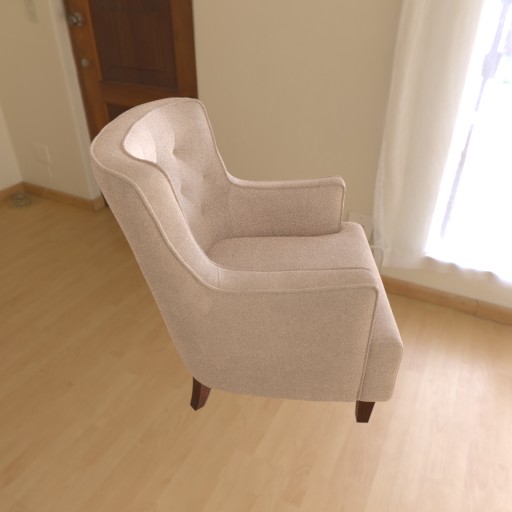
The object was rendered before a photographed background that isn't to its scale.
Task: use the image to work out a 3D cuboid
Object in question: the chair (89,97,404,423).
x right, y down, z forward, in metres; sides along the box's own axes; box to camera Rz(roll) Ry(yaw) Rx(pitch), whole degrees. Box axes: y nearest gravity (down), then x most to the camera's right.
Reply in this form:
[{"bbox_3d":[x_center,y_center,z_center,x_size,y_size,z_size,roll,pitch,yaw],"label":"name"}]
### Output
[{"bbox_3d":[0.000,0.000,1.554,0.910,0.920,0.781,1,33,2],"label":"chair"}]
